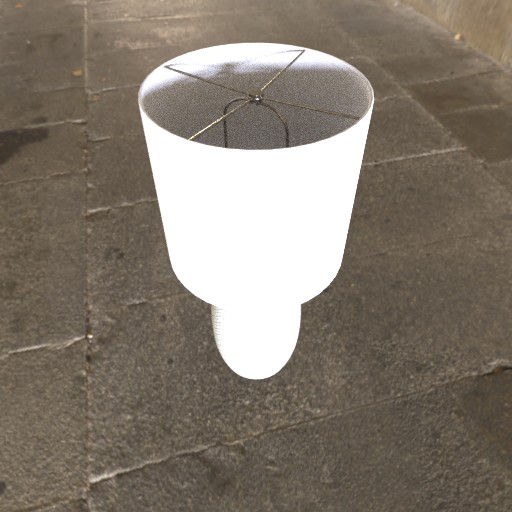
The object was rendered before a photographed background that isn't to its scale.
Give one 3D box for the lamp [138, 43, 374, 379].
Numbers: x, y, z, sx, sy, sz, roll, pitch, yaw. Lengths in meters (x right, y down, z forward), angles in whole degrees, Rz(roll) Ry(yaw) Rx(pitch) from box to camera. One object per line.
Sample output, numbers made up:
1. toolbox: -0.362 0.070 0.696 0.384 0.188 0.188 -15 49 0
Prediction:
1. lamp: 0.000 0.000 0.576 0.217 0.453 0.217 23 50 20
